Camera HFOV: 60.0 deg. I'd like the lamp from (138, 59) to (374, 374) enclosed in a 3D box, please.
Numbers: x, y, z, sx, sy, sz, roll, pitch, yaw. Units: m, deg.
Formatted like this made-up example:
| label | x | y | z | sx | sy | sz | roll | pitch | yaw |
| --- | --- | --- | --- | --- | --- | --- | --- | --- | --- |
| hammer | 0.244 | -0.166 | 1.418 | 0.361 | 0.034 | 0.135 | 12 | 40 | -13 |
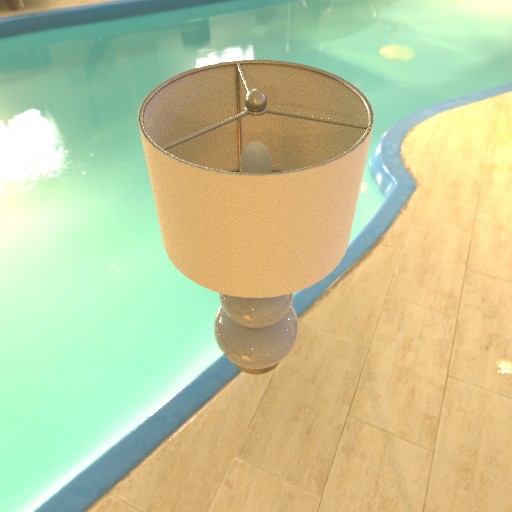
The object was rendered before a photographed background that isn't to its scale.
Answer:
| label | x | y | z | sx | sy | sz | roll | pitch | yaw |
| --- | --- | --- | --- | --- | --- | --- | --- | --- | --- |
| lamp | 0.000 | 0.000 | 0.942 | 0.367 | 0.730 | 0.367 | 23 | 50 | 21 |
